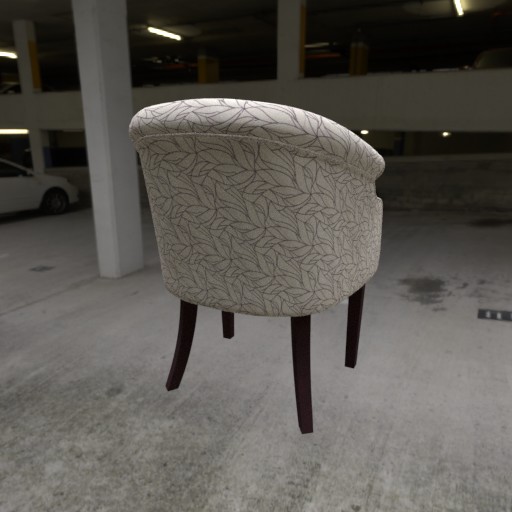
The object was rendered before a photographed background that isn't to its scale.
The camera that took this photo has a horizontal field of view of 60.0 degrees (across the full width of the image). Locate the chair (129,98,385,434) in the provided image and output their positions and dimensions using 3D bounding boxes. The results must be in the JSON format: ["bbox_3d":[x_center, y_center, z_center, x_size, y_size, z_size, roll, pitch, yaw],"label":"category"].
[{"bbox_3d":[0.000,0.000,1.322,0.686,0.858,0.613,8,18,26],"label":"chair"}]
